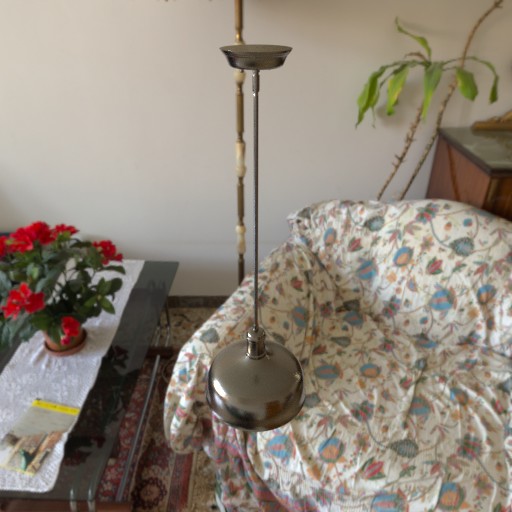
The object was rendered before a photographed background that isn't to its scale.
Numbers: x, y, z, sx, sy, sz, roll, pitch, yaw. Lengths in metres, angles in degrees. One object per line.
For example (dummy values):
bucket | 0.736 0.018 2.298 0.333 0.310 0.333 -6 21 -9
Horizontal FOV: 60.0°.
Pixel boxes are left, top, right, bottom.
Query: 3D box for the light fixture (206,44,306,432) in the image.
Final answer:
light fixture | 0.000 0.000 1.096 0.299 0.935 0.299 -20 36 -30
